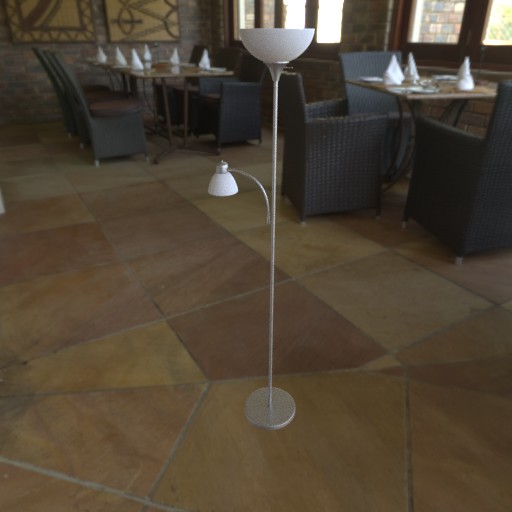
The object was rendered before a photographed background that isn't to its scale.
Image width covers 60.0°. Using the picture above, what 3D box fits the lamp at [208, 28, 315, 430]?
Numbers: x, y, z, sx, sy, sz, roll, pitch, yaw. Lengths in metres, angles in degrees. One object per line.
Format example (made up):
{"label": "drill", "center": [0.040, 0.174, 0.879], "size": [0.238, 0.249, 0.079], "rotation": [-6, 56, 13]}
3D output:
{"label": "lamp", "center": [0.000, 0.000, 1.979], "size": [0.425, 1.804, 0.279], "rotation": [9, 28, 17]}
